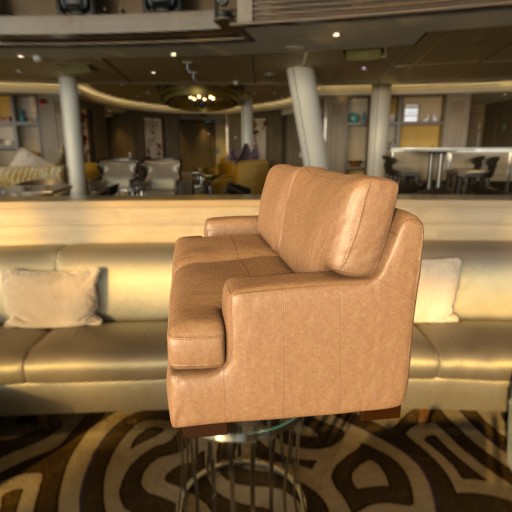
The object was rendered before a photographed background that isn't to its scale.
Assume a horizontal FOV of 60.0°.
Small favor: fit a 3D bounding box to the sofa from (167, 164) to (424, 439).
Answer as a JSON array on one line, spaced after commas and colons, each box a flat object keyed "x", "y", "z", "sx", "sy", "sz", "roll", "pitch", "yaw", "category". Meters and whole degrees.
[{"x": 0.000, "y": 0.000, "z": 2.486, "sx": 0.962, "sy": 0.980, "sz": 1.855, "roll": -2, "pitch": 14, "yaw": -9, "category": "sofa"}]
